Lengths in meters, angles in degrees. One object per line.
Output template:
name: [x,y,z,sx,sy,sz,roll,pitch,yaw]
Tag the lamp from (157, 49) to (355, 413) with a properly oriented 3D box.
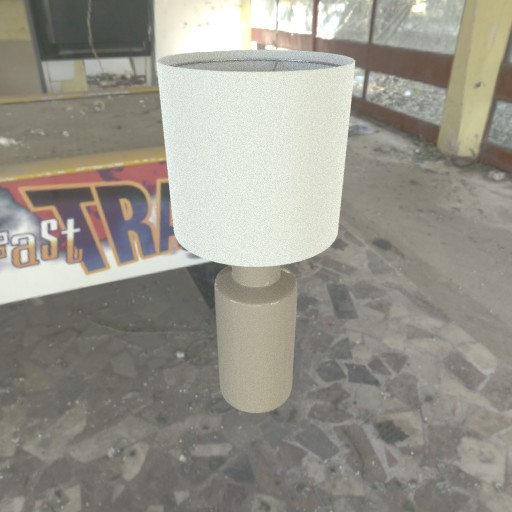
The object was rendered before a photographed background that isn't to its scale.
lamp: [0.000,0.000,0.603,0.212,0.493,0.212,8,31,14]
